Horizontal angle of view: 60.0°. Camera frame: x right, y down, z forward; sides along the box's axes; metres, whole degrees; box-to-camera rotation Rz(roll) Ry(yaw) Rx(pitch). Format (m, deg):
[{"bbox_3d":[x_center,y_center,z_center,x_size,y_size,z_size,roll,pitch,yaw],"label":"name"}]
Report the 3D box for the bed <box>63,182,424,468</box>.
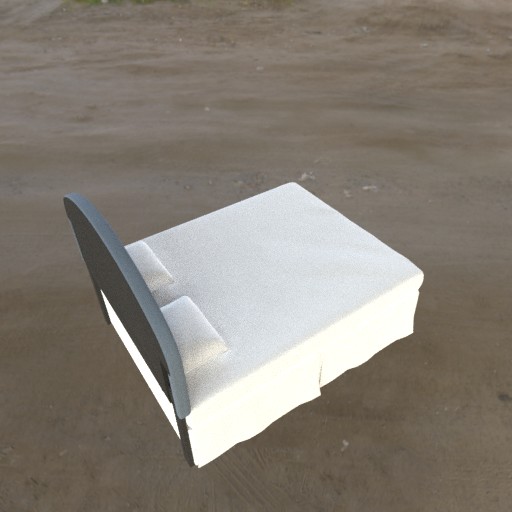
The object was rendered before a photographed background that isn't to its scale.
[{"bbox_3d":[0.000,0.000,3.111,2.005,1.410,1.607,-25,47,-26],"label":"bed"}]
